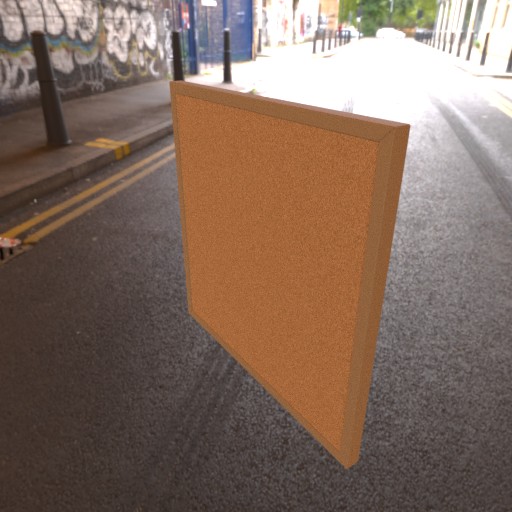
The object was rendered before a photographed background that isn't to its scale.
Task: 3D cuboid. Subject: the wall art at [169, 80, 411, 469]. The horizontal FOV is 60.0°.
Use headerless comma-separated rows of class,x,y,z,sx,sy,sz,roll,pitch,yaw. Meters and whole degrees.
wall art,0.000,0.000,1.116,0.037,0.761,0.761,-18,32,-31
